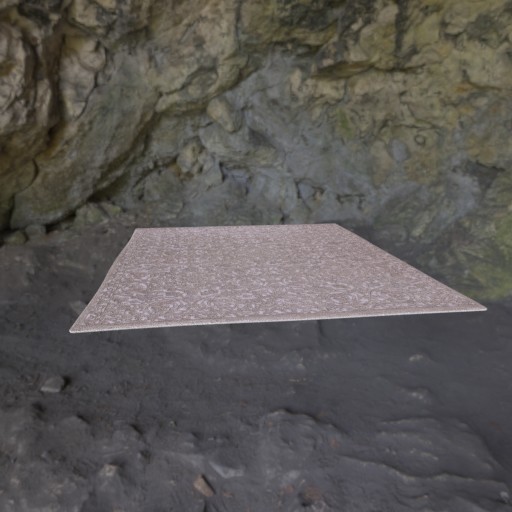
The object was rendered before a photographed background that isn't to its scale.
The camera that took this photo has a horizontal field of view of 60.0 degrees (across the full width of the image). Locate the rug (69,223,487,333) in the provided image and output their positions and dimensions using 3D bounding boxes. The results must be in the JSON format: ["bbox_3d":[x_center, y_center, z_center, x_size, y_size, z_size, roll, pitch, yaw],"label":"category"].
[{"bbox_3d":[0.000,0.000,4.007,2.472,0.035,3.017,-2,14,-8],"label":"rug"}]
